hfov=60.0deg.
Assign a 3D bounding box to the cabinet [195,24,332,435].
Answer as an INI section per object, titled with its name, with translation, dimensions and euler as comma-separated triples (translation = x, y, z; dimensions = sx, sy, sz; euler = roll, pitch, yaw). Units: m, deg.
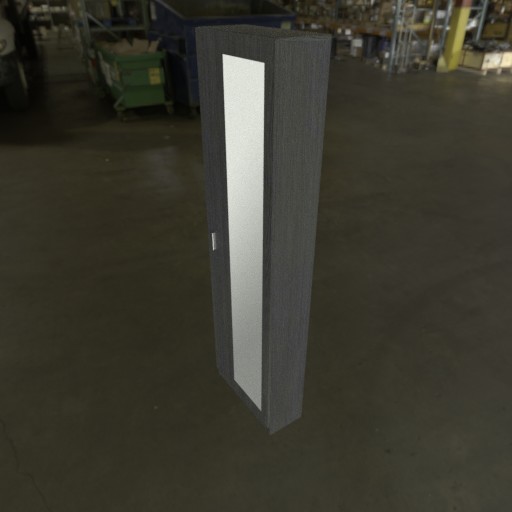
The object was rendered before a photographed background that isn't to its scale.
[cabinet]
translation = 0.000, 0.000, 1.967
dimensions = 0.230, 1.790, 0.500
euler = -20, 36, -29
